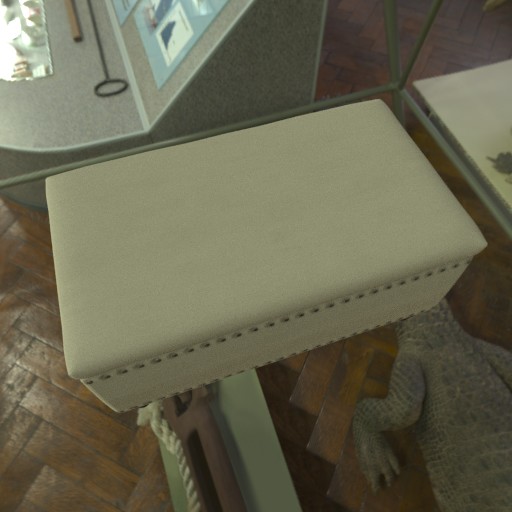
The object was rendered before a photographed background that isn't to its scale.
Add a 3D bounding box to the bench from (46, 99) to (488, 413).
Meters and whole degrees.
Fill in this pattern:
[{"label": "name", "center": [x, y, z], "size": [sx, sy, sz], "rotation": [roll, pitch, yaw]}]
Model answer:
[{"label": "bench", "center": [0.000, 0.000, 1.158], "size": [0.887, 0.449, 0.500], "rotation": [-16, 59, -10]}]
